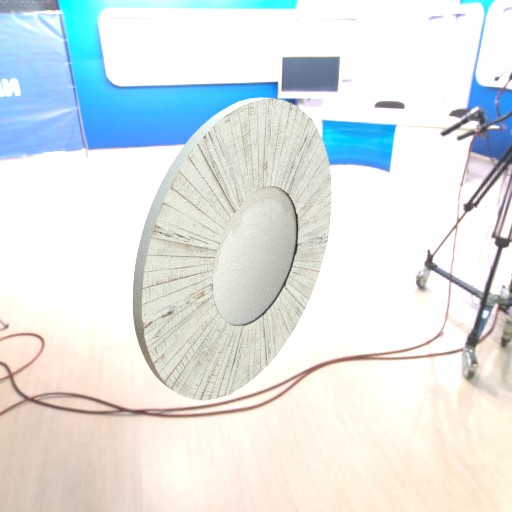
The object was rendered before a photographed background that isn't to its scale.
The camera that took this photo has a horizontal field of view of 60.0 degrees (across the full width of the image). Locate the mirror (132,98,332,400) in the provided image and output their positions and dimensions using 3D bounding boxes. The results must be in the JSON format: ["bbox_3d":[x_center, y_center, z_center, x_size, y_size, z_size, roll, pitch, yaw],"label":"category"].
[{"bbox_3d":[0.000,0.000,1.360,0.038,0.914,0.914,18,32,32],"label":"mirror"}]
